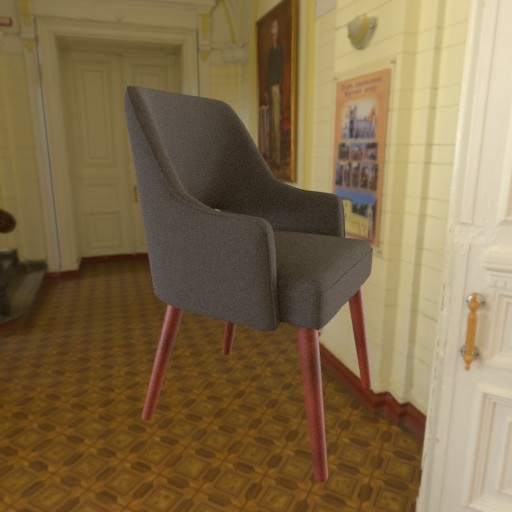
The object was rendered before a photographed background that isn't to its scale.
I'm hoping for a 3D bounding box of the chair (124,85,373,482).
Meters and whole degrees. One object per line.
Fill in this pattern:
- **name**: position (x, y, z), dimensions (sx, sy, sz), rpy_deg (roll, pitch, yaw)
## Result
- **chair**: position (0.000, 0.000, 1.162), dimensions (0.560, 0.838, 0.559), rpy_deg (7, 16, 26)
